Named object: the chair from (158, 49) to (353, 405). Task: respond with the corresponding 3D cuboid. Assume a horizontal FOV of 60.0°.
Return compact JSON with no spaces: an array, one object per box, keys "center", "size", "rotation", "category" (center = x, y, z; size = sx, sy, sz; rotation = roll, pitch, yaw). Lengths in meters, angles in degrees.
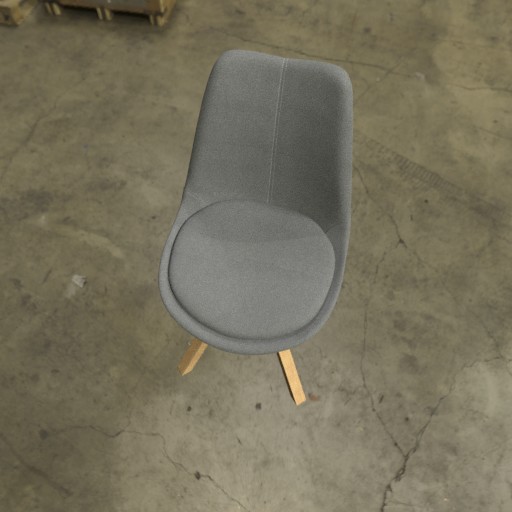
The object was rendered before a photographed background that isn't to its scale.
[{"center":[0.000,0.000,1.213],"size":[0.474,0.863,0.549],"rotation":[12,58,8],"category":"chair"}]
